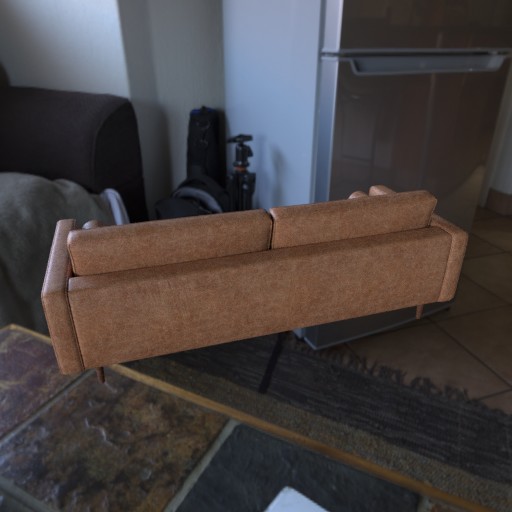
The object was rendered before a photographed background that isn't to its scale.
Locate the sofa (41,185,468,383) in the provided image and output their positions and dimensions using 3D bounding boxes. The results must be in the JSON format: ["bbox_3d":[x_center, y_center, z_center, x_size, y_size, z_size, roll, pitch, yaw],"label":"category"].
[{"bbox_3d":[0.000,0.000,2.614,2.200,0.770,0.919,-8,29,-15],"label":"sofa"}]
